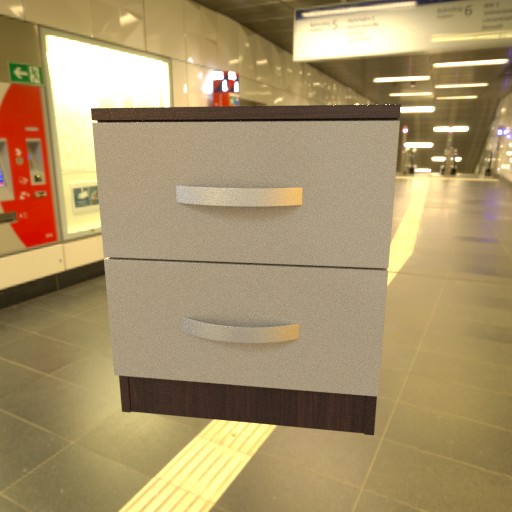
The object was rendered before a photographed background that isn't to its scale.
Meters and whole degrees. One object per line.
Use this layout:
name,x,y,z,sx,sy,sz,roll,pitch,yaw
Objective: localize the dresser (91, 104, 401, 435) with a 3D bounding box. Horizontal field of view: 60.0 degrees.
dresser,0.000,0.000,0.767,0.400,0.470,0.360,2,15,8
